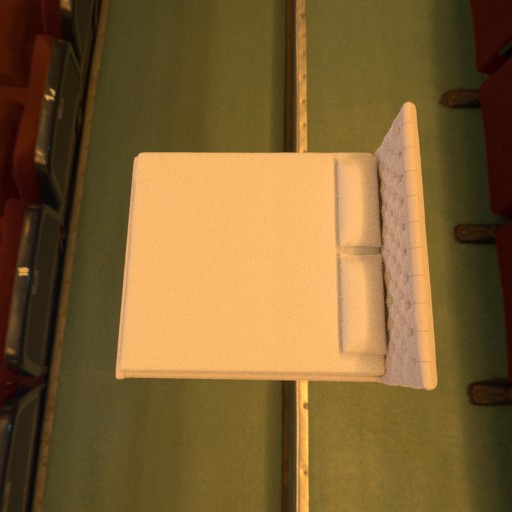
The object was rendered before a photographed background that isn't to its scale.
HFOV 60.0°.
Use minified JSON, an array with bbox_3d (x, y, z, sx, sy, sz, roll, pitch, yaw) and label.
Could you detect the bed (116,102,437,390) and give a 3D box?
[{"bbox_3d":[0.000,0.000,3.744,2.387,1.427,2.078,1,76,0],"label":"bed"}]
